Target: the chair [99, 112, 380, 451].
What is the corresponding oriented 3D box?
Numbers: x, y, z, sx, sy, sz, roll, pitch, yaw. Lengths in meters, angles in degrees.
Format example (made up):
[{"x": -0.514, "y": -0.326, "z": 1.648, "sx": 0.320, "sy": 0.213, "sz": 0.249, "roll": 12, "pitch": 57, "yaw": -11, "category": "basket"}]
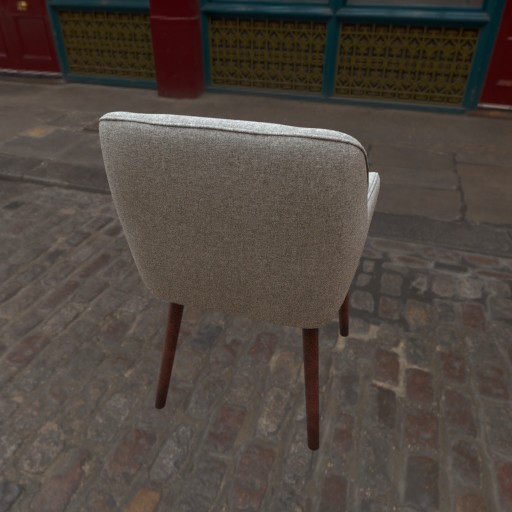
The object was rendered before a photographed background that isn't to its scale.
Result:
[{"x": 0.000, "y": 0.000, "z": 1.119, "sx": 0.543, "sy": 0.803, "sz": 0.519, "roll": 9, "pitch": 34, "yaw": 14, "category": "chair"}]
